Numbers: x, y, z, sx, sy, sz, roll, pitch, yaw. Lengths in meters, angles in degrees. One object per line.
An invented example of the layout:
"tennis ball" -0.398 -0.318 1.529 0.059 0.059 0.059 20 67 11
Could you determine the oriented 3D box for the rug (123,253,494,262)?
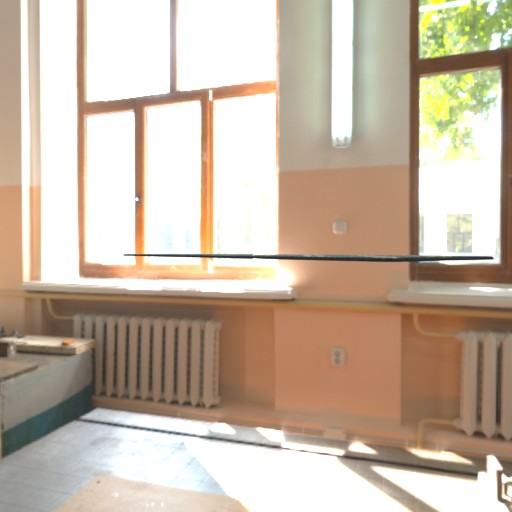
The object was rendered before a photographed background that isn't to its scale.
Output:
"rug" 0.000 0.000 2.484 0.678 0.014 2.276 0 1 -37
